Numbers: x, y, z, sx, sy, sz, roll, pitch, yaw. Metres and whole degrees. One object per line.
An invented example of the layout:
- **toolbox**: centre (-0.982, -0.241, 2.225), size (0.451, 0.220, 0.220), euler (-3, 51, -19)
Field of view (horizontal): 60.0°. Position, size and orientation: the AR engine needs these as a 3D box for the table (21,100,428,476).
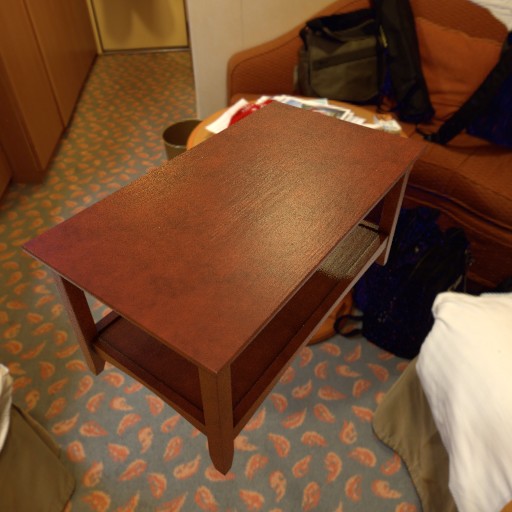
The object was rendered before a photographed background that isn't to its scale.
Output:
- **table**: centre (0.000, 0.000, 1.245), size (0.533, 0.456, 0.943), euler (26, 47, 26)
